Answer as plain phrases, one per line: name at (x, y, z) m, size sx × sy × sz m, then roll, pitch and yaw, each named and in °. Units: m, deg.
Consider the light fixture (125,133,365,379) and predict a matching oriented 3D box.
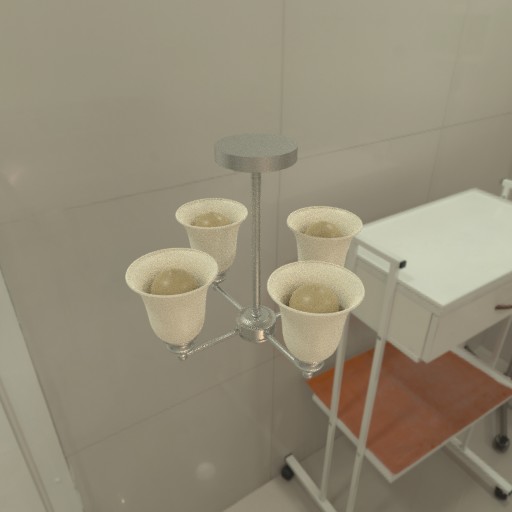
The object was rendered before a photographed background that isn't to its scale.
light fixture at (0.000, 0.000, 0.729) m, size 0.427 × 0.370 × 0.427 m, roll -19°, pitch 35°, yaw -29°
